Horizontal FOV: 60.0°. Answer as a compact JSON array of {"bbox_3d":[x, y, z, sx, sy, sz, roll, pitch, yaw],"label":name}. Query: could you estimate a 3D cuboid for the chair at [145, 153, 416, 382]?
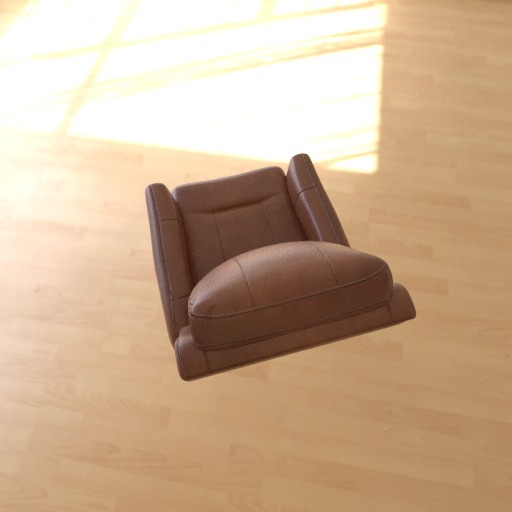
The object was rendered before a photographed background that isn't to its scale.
[{"bbox_3d":[0.000,0.000,1.802,0.821,1.016,1.072,-13,61,-8],"label":"chair"}]
